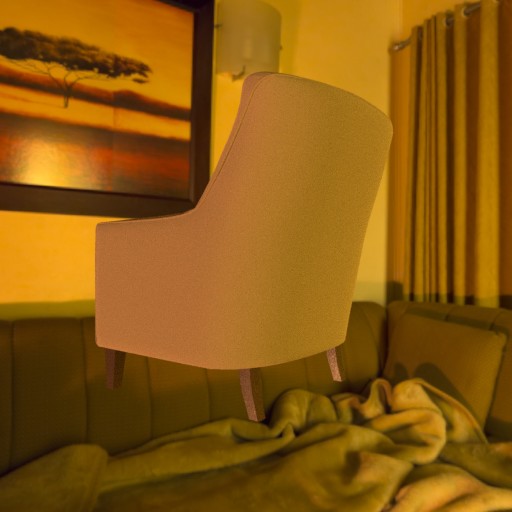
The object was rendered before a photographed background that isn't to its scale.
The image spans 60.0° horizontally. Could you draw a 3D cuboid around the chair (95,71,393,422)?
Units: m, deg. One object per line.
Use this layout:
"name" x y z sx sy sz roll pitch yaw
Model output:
"chair" 0.000 0.000 1.558 0.879 0.916 0.756 0 -1 37
